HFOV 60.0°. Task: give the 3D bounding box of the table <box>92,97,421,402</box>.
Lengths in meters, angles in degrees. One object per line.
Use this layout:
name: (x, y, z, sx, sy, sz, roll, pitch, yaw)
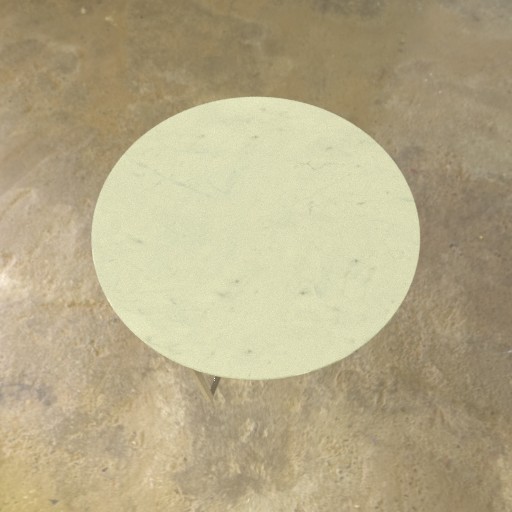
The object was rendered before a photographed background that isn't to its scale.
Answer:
table: (0.000, 0.000, 1.292, 0.800, 0.450, 0.800, 0, 63, 0)
